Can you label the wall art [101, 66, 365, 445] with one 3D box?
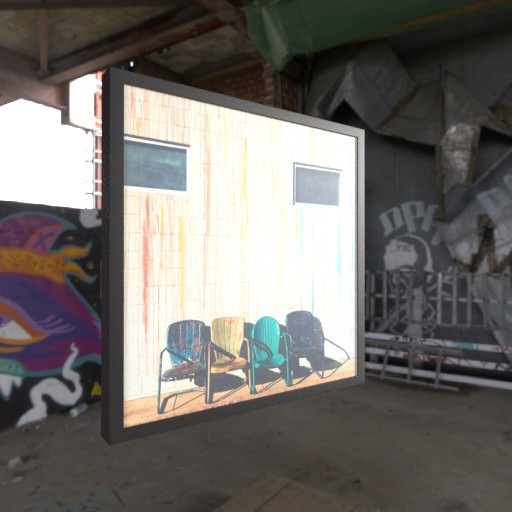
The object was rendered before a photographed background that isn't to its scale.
[{"bbox_3d":[0.000,0.000,0.753,0.506,0.506,0.037,0,0,-35],"label":"wall art"}]
